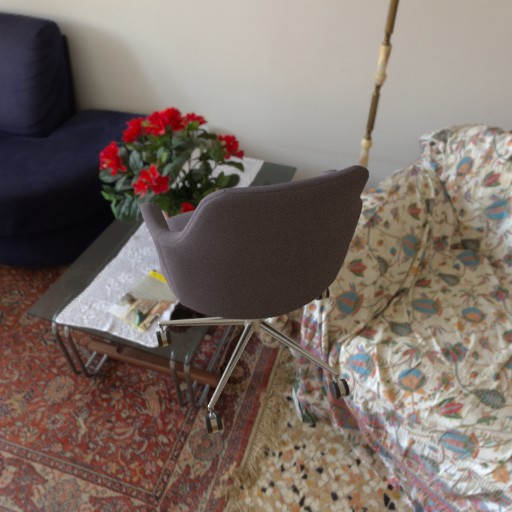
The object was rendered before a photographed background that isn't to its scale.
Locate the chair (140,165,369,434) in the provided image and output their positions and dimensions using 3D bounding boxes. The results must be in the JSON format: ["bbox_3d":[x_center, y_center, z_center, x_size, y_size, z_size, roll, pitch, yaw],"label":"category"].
[{"bbox_3d":[0.000,0.000,1.285,0.655,0.820,0.600,-12,44,-13],"label":"chair"}]
